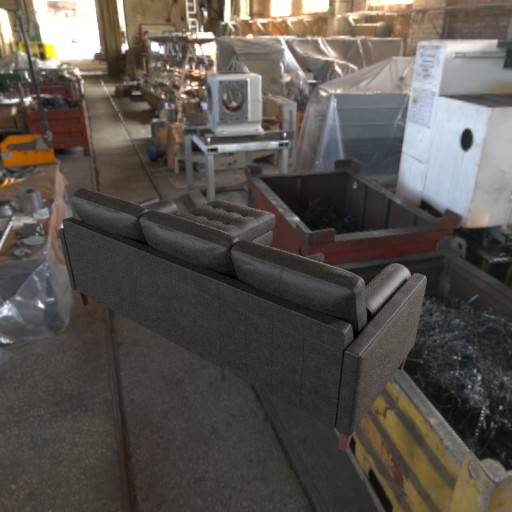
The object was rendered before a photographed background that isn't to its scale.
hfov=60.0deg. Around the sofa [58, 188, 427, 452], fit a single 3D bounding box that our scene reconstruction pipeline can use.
[{"bbox_3d":[0.000,0.000,2.948,2.178,0.876,1.497,19,32,33],"label":"sofa"}]
